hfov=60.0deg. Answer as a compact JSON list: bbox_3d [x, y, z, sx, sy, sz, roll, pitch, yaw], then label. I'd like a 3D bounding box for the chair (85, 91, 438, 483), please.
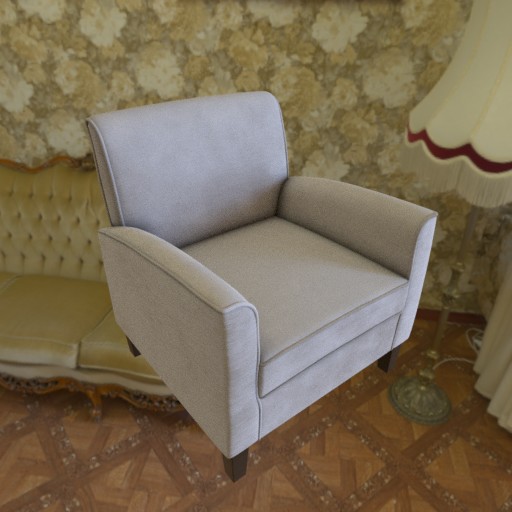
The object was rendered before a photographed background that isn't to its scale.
[{"bbox_3d":[0.000,0.000,1.507,0.820,0.915,0.821,-22,36,-32],"label":"chair"}]
